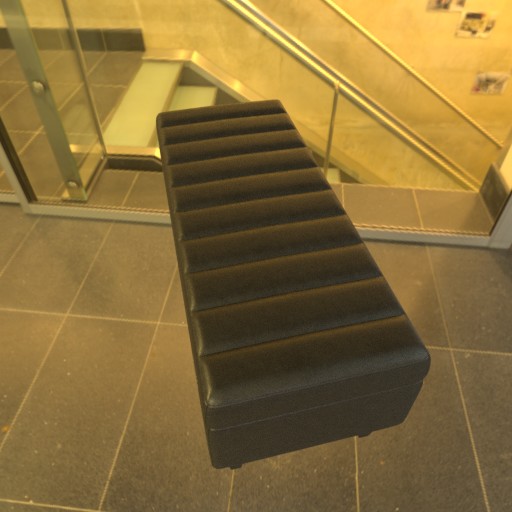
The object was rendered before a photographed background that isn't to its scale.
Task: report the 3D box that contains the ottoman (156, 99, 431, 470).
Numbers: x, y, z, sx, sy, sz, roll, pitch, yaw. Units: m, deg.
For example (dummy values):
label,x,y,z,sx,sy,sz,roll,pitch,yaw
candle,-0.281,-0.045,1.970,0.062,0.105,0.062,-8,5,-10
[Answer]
label,x,y,z,sx,sy,sz,roll,pitch,yaw
ottoman,0.000,0.000,1.381,0.482,0.469,1.151,-10,46,-9
